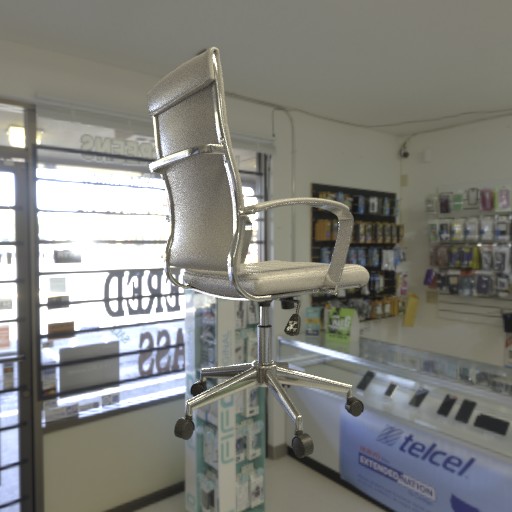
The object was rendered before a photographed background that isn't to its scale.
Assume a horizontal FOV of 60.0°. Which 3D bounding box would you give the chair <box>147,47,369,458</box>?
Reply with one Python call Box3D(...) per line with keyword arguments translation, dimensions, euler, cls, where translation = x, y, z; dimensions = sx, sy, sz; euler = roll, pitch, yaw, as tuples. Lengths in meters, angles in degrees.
Box3D(translation=(0.000, 0.000, 1.560), dimensions=(0.667, 1.149, 0.679), euler=(-1, 2, -36), cls="chair")
